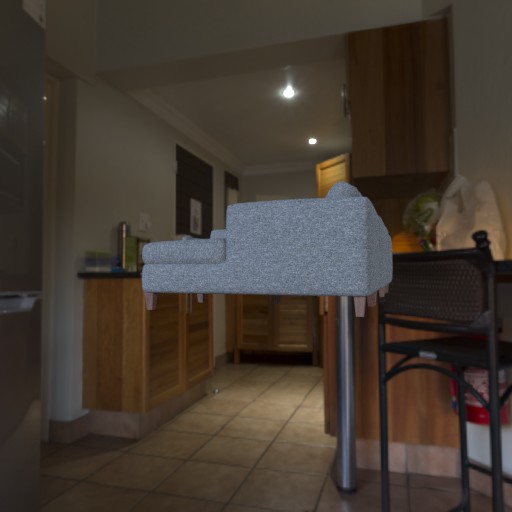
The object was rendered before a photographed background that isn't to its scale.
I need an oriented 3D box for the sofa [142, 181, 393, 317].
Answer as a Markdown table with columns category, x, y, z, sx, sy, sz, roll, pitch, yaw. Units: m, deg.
| category | x | y | z | sx | sy | sz | roll | pitch | yaw |
| --- | --- | --- | --- | --- | --- | --- | --- | --- | --- |
| sofa | 0.000 | 0.000 | 4.515 | 2.551 | 0.853 | 3.238 | -1 | -2 | 19 |
